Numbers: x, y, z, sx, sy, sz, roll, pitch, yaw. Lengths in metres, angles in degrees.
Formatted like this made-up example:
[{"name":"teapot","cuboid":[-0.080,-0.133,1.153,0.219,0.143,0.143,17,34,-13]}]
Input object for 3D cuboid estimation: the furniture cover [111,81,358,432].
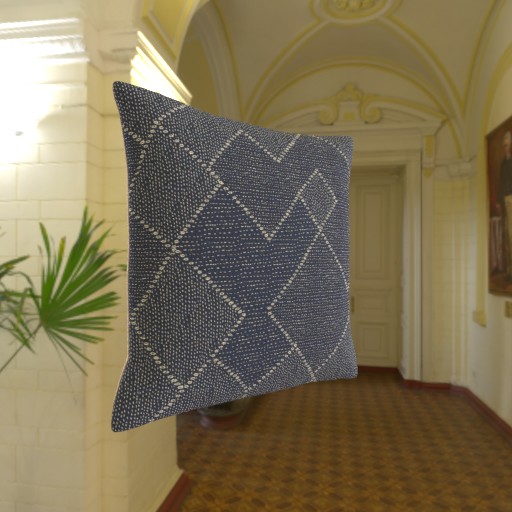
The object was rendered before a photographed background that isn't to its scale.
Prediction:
[{"name":"furniture cover","cuboid":[0.000,0.000,0.782,0.511,0.503,0.162,0,0,-36]}]
